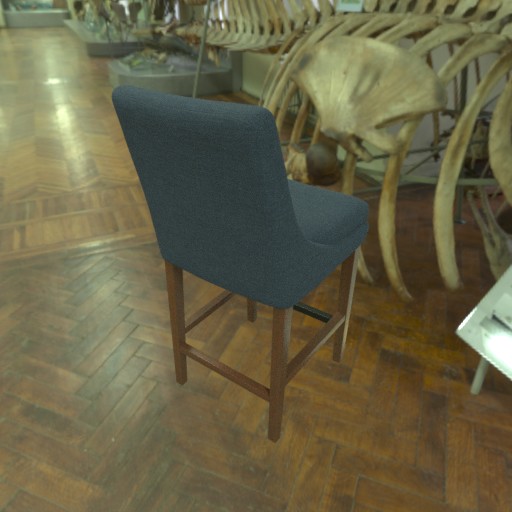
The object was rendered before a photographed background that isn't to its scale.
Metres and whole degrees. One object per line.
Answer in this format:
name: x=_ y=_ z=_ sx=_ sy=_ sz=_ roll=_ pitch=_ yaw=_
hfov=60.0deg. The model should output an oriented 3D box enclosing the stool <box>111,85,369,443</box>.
stool: x=0.000 y=0.000 z=1.303 sx=0.470 sy=0.981 sz=0.577 roll=20 pitch=36 yaw=30
